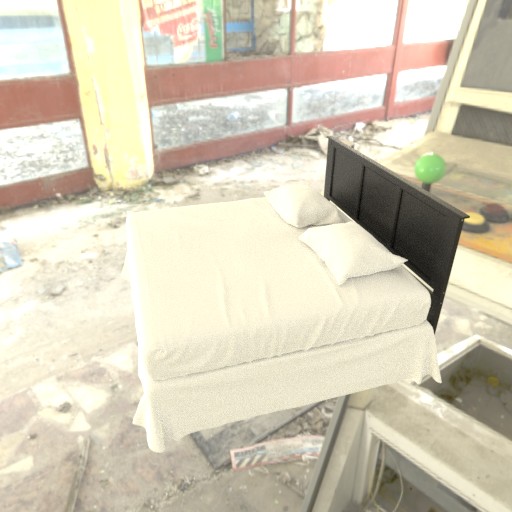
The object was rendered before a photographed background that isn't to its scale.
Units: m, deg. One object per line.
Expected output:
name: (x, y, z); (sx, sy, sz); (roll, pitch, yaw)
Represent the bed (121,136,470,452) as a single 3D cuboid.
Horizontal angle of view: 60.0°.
bed: (0.000, 0.000, 3.603); (2.219, 1.271, 2.315); (-9, 31, -15)
